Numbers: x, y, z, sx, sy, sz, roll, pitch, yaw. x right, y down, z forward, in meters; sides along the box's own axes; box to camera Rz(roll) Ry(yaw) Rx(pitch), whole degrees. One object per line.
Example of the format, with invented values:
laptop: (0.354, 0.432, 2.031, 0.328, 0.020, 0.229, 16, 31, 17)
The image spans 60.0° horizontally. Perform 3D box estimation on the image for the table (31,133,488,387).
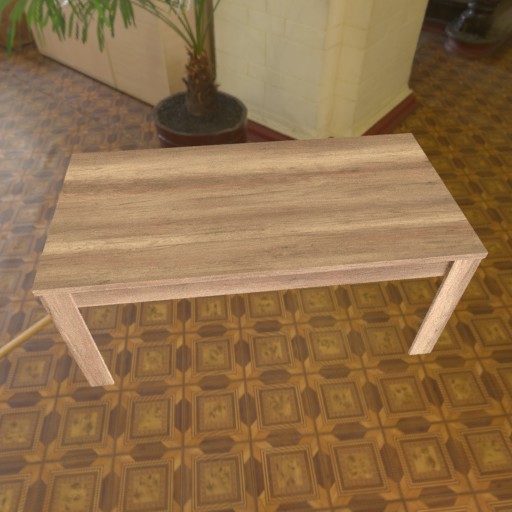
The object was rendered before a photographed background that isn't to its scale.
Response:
table: (0.000, 0.000, 2.327, 1.800, 0.790, 0.900, -5, 47, -4)
